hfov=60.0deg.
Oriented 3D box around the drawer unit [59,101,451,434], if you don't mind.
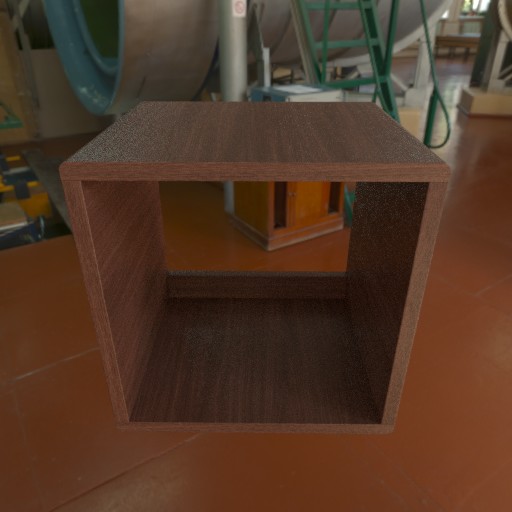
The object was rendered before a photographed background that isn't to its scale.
[{"bbox_3d":[0.000,0.000,0.602,0.349,0.351,0.290,0,29,1],"label":"drawer unit"}]
